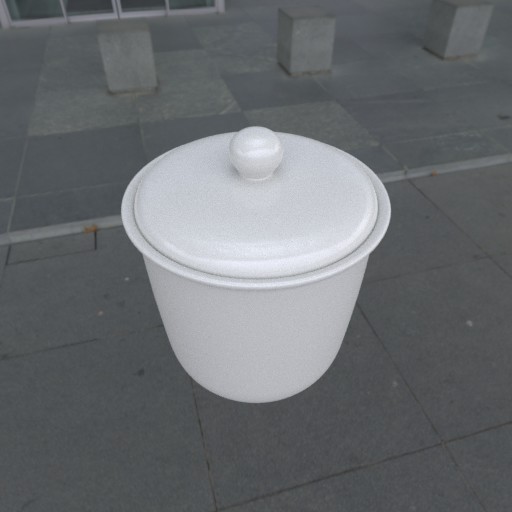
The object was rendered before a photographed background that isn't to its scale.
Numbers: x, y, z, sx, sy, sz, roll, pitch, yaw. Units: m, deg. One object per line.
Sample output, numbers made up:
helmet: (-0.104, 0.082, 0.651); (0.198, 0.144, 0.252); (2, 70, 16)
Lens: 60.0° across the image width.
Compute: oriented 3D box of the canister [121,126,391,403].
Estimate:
canister: (0.000, 0.000, 0.345); (0.182, 0.208, 0.182); (0, 42, 0)
